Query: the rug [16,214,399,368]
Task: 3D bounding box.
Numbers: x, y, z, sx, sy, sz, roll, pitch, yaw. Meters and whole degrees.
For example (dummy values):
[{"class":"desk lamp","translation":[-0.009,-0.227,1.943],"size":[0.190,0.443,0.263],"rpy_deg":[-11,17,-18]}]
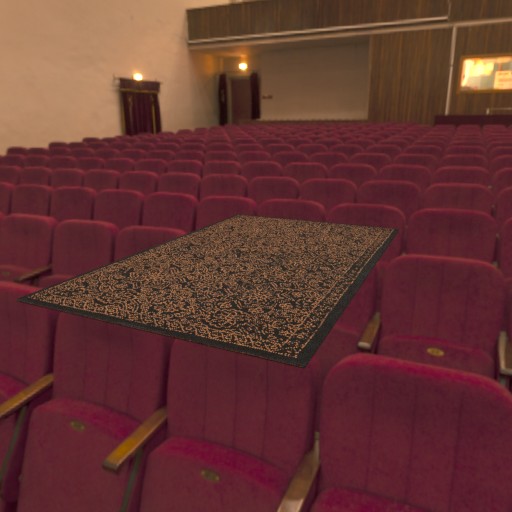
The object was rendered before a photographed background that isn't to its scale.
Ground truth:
[{"class":"rug","translation":[0.000,0.000,2.976],"size":[1.526,0.015,2.441],"rpy_deg":[8,18,24]}]
